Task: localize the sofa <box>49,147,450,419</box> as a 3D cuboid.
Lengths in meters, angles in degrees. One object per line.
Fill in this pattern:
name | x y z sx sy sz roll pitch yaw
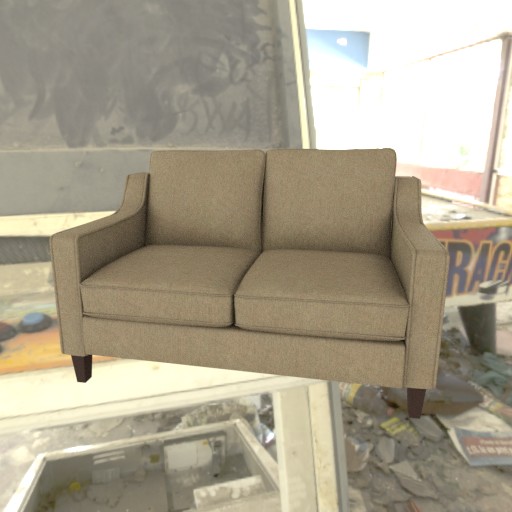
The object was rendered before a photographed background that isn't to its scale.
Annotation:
sofa | 0.000 0.000 2.080 1.503 0.981 0.985 3 15 10
